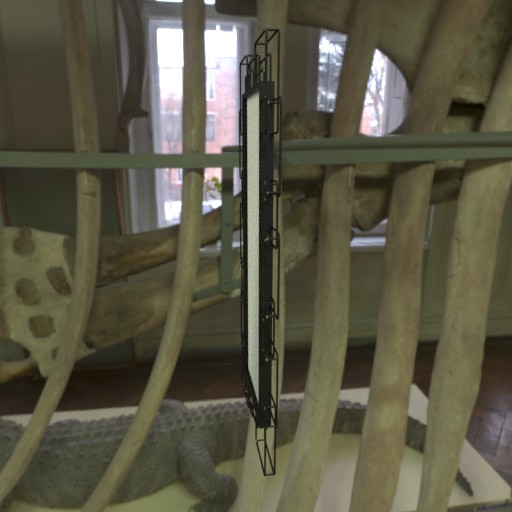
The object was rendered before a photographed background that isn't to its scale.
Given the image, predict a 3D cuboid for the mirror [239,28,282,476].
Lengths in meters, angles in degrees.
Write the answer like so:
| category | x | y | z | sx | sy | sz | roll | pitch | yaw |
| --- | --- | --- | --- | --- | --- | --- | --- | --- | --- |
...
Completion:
| category | x | y | z | sx | sy | sz | roll | pitch | yaw |
| --- | --- | --- | --- | --- | --- | --- | --- | --- | --- |
| mirror | 0.000 | 0.000 | 1.384 | 0.037 | 1.192 | 0.565 | -2 | 15 | -9 |
